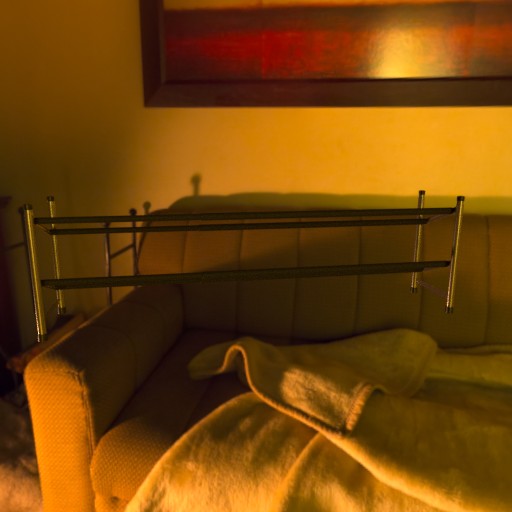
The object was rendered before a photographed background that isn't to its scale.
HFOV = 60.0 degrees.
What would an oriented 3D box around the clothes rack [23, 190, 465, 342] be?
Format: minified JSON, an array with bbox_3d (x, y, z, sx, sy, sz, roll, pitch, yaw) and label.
[{"bbox_3d":[0.000,0.000,1.294,1.168,0.349,0.229,-2,13,-10],"label":"clothes rack"}]
